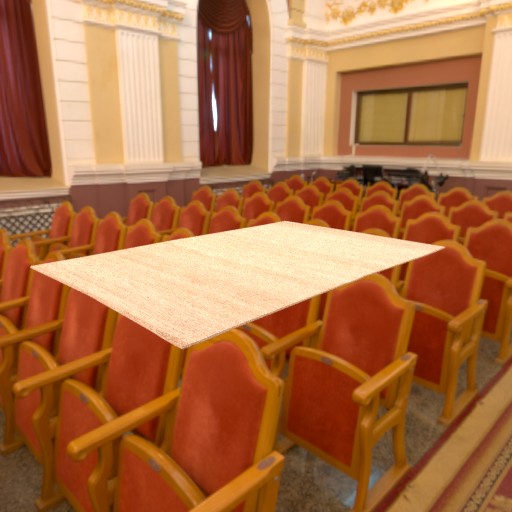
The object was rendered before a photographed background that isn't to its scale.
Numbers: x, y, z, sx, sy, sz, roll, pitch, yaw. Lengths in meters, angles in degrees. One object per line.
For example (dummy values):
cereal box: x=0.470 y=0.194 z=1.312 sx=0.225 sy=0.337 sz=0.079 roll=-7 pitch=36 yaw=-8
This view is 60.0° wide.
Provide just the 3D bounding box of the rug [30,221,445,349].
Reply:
rug: x=0.000 y=0.000 z=2.973 sx=2.346 sy=0.029 sz=1.574 roll=-14 pitch=20 yaw=-43
